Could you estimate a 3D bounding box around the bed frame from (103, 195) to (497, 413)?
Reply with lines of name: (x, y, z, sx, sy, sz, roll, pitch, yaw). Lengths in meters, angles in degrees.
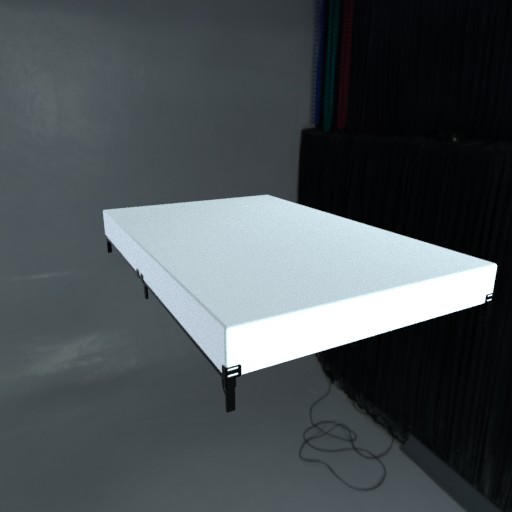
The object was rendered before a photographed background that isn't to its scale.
bed frame: (0.000, 0.000, 3.714, 1.930, 0.440, 2.987, -9, 20, -27)
